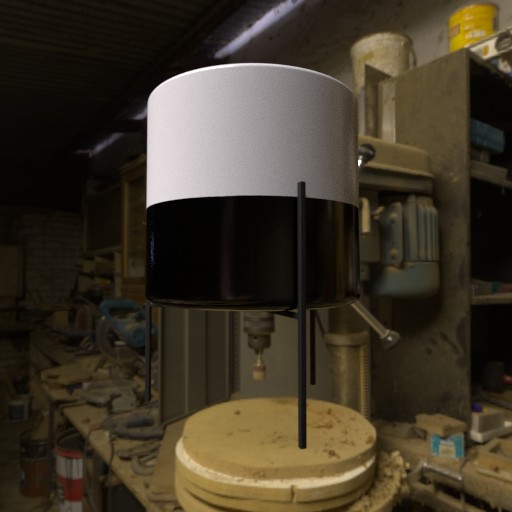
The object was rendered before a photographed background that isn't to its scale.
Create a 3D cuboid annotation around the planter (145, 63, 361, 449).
[{"bbox_3d":[0.000,0.000,0.643,0.310,0.432,0.310,1,-2,-35],"label":"planter"}]
